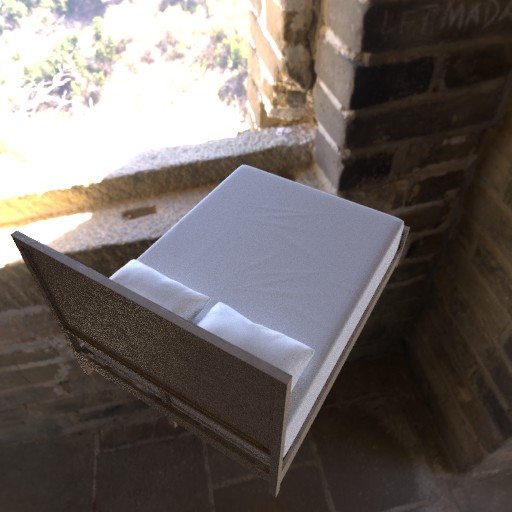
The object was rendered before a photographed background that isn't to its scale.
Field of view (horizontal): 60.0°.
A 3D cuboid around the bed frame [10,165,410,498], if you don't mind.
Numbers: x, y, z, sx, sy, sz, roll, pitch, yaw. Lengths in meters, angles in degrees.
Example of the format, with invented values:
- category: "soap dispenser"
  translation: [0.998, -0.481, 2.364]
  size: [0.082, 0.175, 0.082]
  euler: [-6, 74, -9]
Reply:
- category: "bed frame"
  translation: [0.000, 0.000, 3.108]
  size: [1.606, 1.369, 2.189]
  euler: [23, 50, 21]
